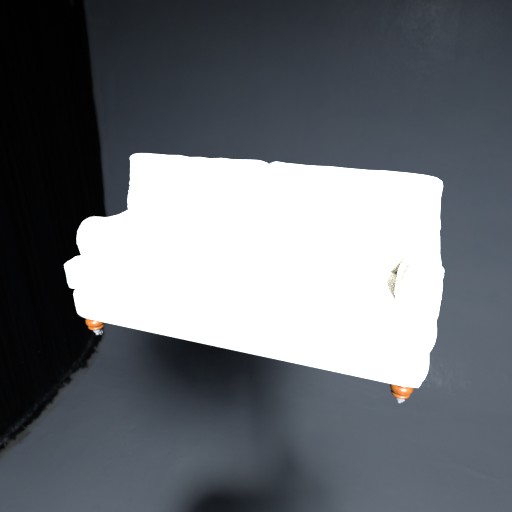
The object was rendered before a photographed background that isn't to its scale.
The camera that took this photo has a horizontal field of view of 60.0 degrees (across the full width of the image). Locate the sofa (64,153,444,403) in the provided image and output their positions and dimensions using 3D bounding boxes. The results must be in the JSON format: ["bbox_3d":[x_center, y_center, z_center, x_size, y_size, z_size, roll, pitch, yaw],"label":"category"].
[{"bbox_3d":[0.000,0.000,2.795,2.159,1.087,1.086,8,26,17],"label":"sofa"}]
